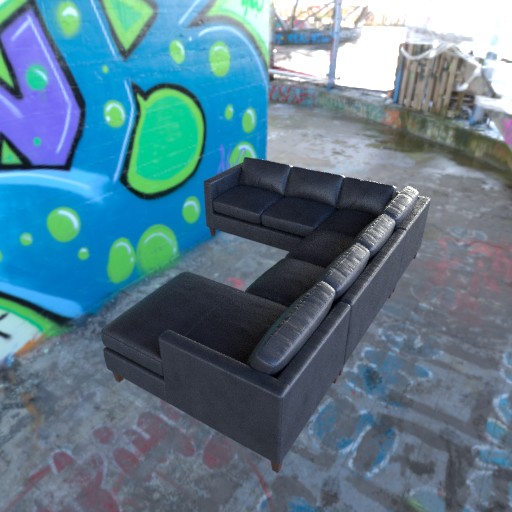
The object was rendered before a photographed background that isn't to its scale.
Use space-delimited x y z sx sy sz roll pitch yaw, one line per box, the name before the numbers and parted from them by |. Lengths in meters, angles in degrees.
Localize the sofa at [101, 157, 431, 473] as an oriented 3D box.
sofa | 0.000 0.000 4.360 2.452 0.891 3.324 18 35 28
